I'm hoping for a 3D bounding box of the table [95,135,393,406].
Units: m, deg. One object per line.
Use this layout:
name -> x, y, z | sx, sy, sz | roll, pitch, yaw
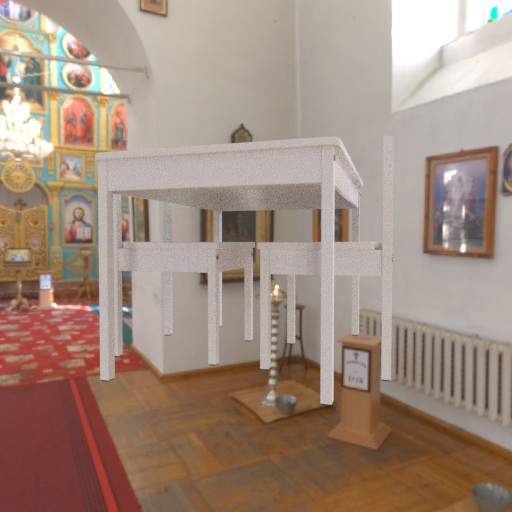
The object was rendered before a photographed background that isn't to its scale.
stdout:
table -> 0.000, 0.000, 1.138 | 0.672, 0.503, 0.650 | 1, 2, 17
